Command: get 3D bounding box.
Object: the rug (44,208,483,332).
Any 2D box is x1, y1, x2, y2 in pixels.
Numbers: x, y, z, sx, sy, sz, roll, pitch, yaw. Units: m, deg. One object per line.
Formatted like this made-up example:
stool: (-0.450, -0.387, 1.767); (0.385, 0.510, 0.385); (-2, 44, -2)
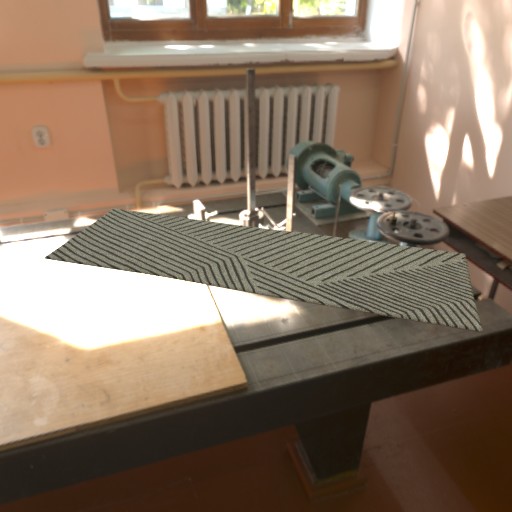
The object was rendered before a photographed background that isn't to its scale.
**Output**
rug: (0.000, 0.000, 2.685); (2.439, 0.020, 0.773); (8, 31, 14)
